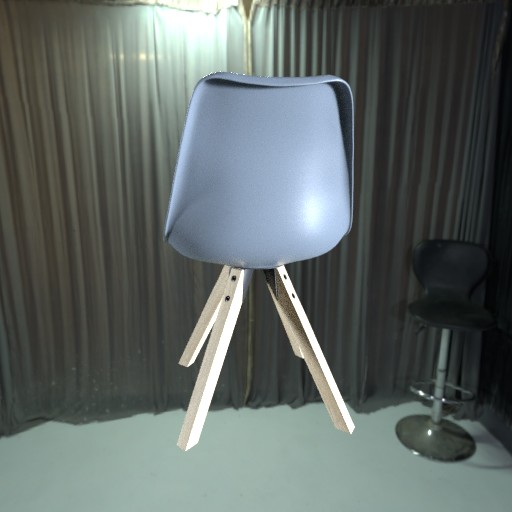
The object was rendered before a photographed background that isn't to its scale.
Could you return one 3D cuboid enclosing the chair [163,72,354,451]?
[{"bbox_3d":[0.000,0.000,1.203,0.485,0.850,0.550,-2,14,-9],"label":"chair"}]
